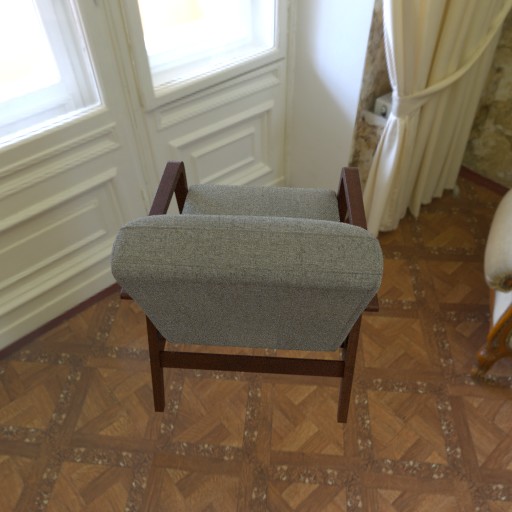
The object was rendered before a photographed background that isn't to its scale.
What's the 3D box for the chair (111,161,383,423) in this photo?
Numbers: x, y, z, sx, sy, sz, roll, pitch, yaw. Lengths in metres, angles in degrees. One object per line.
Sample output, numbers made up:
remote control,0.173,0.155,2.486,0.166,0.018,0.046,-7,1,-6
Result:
chair,0.000,0.000,1.490,0.704,0.847,0.858,3,46,2
